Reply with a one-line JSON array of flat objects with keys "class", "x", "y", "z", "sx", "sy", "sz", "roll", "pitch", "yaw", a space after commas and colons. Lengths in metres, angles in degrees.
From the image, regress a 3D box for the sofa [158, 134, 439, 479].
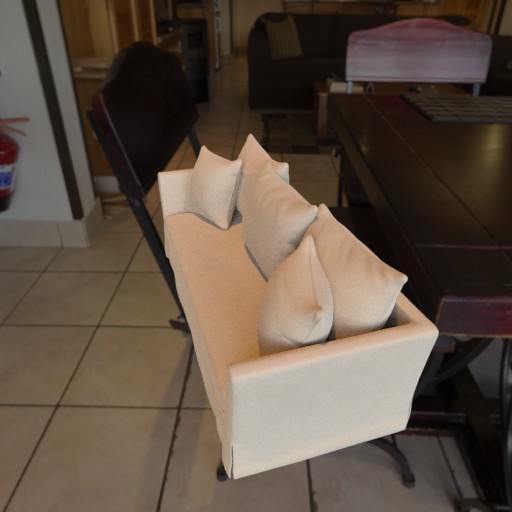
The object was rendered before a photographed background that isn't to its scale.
[{"class": "sofa", "x": 0.000, "y": 0.000, "z": 3.013, "sx": 1.046, "sy": 1.047, "sz": 2.499, "roll": -9, "pitch": 32, "yaw": -15}]
